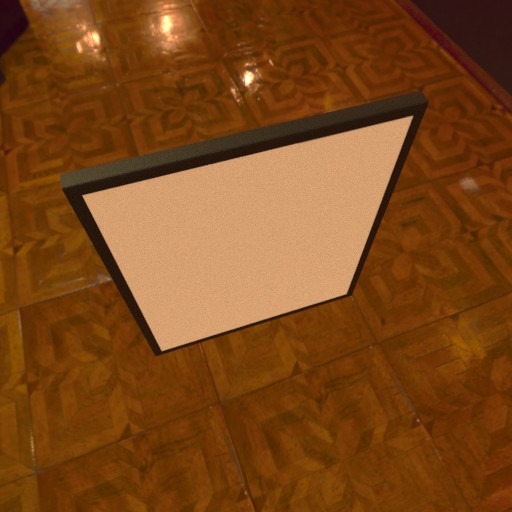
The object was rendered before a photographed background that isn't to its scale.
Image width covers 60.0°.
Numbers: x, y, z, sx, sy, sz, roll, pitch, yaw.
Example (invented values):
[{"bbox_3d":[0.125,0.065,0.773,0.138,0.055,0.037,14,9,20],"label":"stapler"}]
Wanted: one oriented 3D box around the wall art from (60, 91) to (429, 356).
[{"bbox_3d":[0.000,0.000,0.714,0.430,0.509,0.021,-16,59,-10],"label":"wall art"}]
